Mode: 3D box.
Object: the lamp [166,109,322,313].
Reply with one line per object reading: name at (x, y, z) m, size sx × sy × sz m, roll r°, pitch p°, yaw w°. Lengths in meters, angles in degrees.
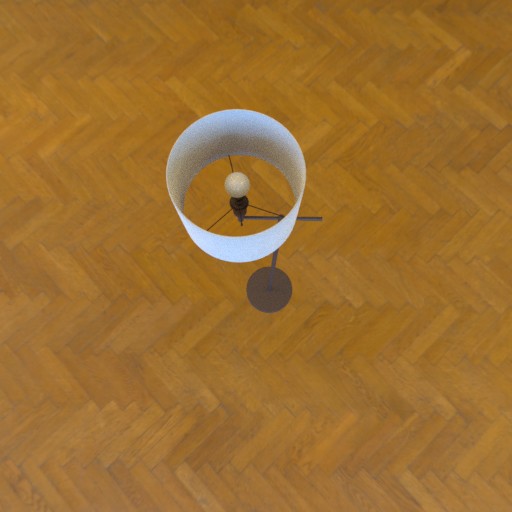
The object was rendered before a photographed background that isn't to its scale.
lamp at (0.000, 0.000, 1.796) m, size 0.416 × 1.600 × 0.324 m, roll 1°, pitch 76°, yaw 0°
